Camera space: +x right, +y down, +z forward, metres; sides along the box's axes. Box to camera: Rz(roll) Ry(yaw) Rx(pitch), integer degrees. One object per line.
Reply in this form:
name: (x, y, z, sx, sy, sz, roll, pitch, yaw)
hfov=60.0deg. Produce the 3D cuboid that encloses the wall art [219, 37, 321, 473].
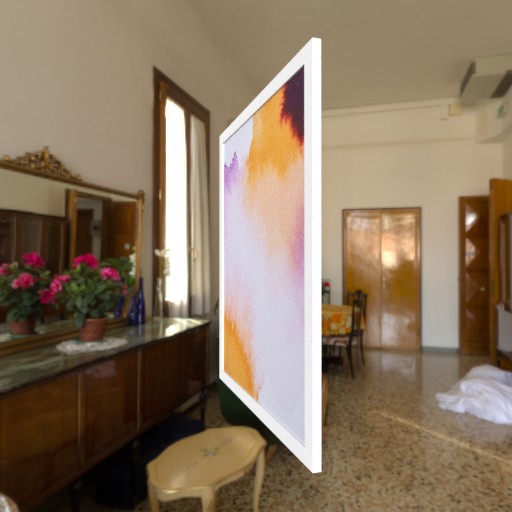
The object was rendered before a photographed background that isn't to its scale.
wall art: (0.000, 0.000, 0.795, 0.012, 0.557, 0.482, 0, 0, -19)
